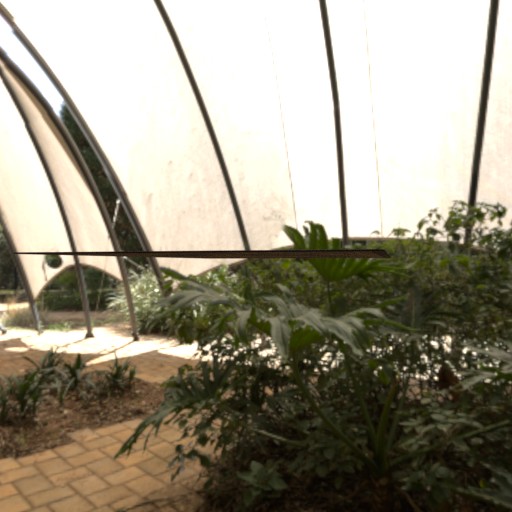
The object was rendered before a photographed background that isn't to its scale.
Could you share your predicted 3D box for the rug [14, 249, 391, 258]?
[{"bbox_3d":[0.000,0.000,2.827,1.630,0.009,2.232,0,-1,17],"label":"rug"}]
